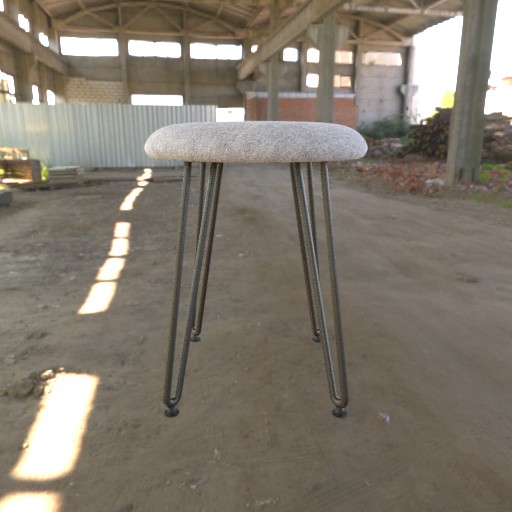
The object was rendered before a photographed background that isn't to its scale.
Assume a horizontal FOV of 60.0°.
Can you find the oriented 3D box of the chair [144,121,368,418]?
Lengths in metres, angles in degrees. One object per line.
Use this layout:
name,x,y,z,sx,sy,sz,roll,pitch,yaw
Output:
chair,0.000,0.000,0.671,0.350,0.386,0.350,-14,20,-43
